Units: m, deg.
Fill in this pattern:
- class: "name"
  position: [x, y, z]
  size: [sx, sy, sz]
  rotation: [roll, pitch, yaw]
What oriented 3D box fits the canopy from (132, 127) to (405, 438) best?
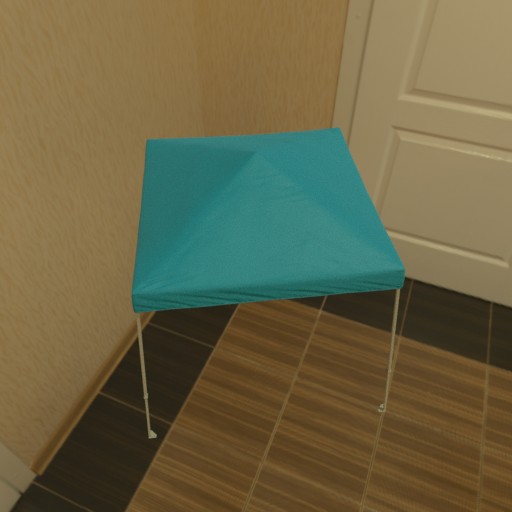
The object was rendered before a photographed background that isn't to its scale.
- class: "canopy"
  position: [0.000, 0.000, 6.580]
  size: [3.600, 3.600, 3.599]
  rotation: [-5, 47, -5]
